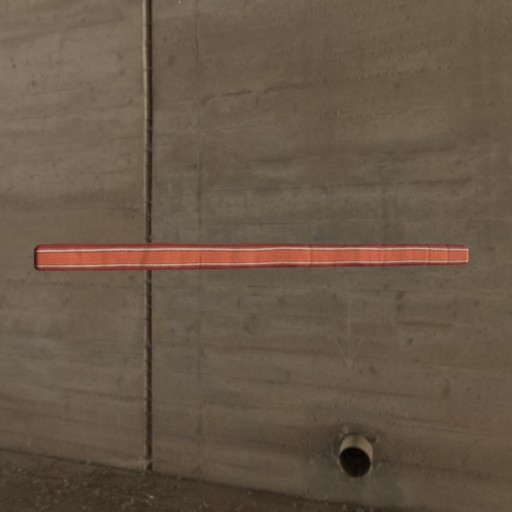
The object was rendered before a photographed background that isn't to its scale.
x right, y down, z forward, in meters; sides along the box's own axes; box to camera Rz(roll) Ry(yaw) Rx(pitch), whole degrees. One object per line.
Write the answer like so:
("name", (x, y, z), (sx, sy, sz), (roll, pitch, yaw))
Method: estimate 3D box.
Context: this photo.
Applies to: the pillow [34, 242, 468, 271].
("pillow", (0.000, 0.000, 1.343), (1.187, 0.081, 0.492), (0, 1, -17))
